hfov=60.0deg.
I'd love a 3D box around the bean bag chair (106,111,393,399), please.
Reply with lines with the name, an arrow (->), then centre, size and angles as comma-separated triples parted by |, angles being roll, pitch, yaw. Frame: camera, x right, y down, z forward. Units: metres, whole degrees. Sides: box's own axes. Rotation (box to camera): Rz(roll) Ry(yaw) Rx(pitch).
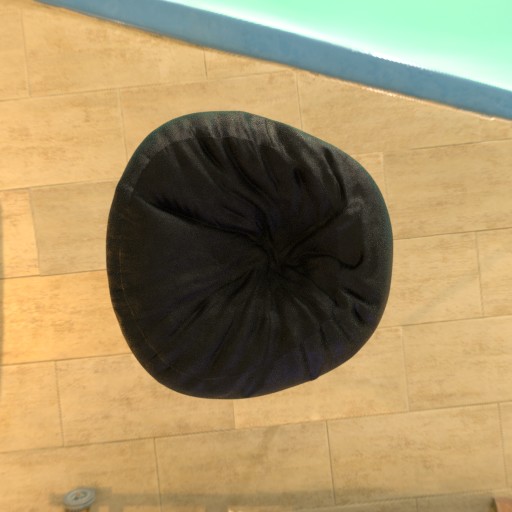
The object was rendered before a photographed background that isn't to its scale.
bean bag chair -> 0.000, 0.000, 2.458 | 1.524, 0.878, 1.524 | 0, 91, 0
